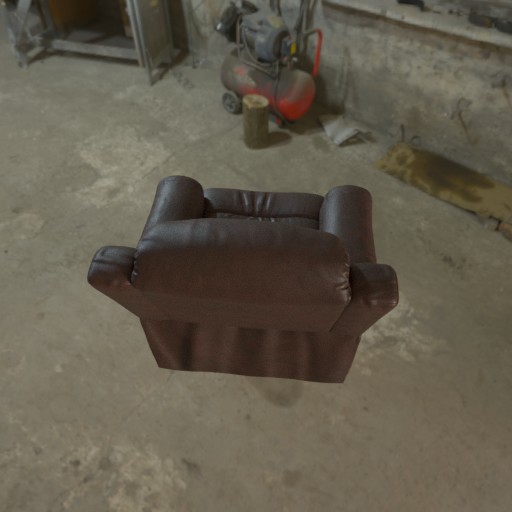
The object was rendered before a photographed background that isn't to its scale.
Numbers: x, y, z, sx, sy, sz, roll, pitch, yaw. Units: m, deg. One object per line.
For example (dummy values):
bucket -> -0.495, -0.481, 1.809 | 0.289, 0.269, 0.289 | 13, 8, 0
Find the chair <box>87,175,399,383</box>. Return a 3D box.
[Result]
chair -> 0.000, 0.000, 1.251 | 0.680, 0.702, 0.707 | 4, 47, 4
